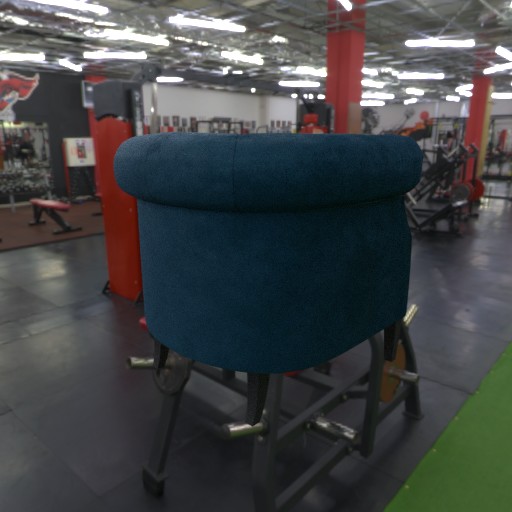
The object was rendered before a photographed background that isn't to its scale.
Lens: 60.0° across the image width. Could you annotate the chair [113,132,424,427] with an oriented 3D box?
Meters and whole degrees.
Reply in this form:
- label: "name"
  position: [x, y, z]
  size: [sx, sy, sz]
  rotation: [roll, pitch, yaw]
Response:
- label: "chair"
  position: [0.000, 0.000, 1.550]
  size: [0.904, 0.826, 0.851]
  rotation: [14, 20, 42]
